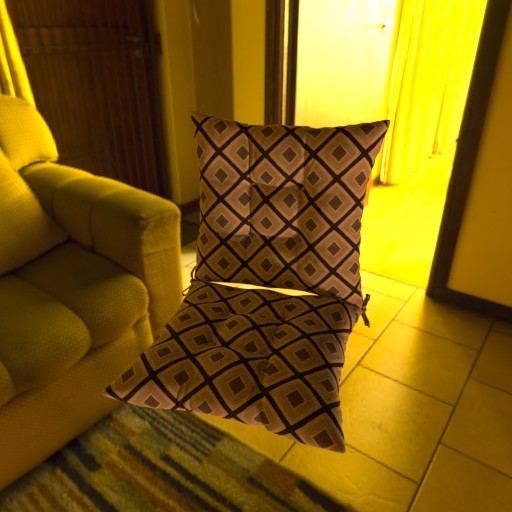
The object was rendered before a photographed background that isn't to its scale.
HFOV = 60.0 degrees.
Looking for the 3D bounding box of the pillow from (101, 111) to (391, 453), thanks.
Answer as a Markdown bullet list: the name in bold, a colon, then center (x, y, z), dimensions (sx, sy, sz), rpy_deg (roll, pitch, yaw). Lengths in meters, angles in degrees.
- **pillow**: center (0.000, 0.000, 1.000), dimensions (0.541, 0.536, 0.585), rpy_deg (8, 29, 15)
